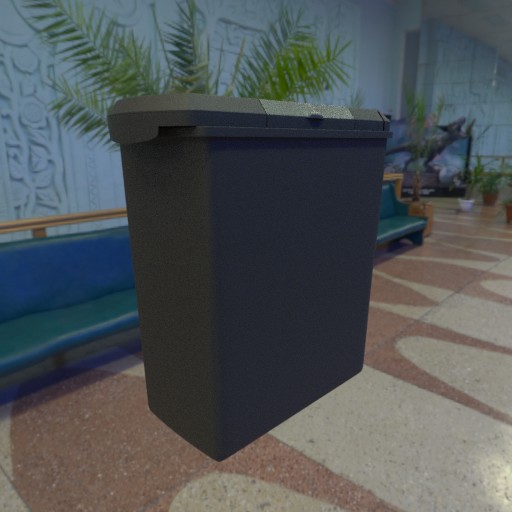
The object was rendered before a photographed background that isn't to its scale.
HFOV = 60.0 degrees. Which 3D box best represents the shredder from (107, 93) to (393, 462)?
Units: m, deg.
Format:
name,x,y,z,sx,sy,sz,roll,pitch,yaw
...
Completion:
name,x,y,z,sx,sy,sz,roll,pitch,yaw
shredder,0.000,0.000,0.509,0.320,0.335,0.170,-14,20,-43
